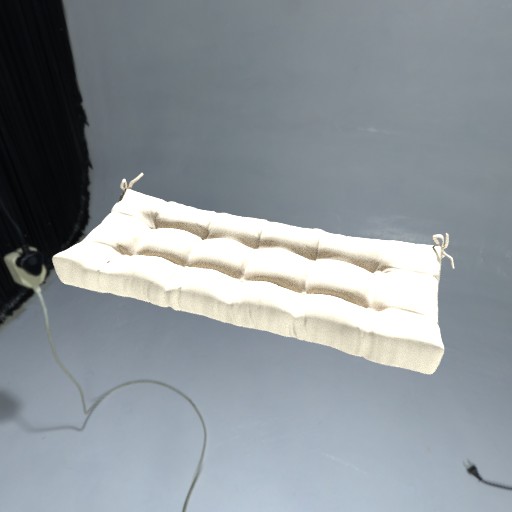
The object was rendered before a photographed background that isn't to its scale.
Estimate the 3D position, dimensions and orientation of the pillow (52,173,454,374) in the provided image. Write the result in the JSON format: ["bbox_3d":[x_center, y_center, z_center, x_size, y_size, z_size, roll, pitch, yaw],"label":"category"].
[{"bbox_3d":[0.000,0.000,1.385,1.194,0.174,0.511,12,42,14],"label":"pillow"}]
